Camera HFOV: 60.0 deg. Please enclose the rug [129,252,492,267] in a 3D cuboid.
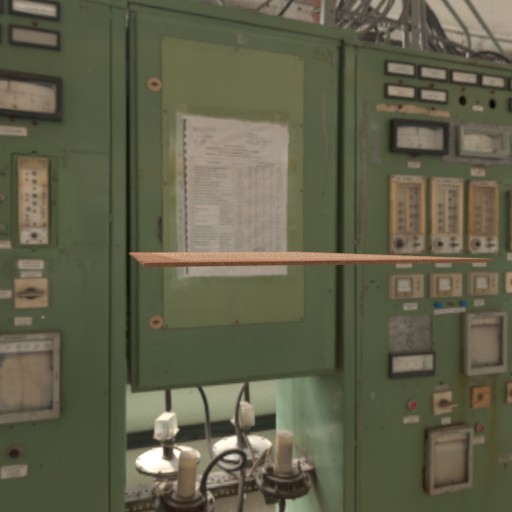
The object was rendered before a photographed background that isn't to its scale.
[{"bbox_3d":[0.000,0.000,2.288,1.219,0.014,1.829,0,1,-17],"label":"rug"}]
